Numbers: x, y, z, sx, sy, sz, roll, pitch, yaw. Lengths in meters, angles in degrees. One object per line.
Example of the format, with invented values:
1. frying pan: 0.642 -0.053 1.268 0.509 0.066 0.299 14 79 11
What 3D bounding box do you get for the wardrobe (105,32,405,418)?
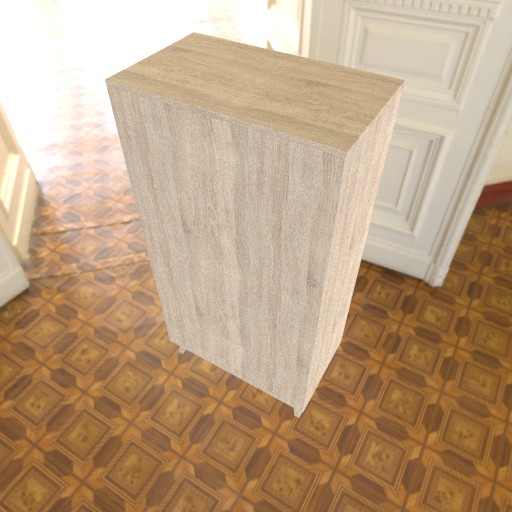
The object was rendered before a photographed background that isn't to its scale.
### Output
1. wardrobe: 0.000 0.000 2.410 1.000 1.960 0.600 23 50 21
